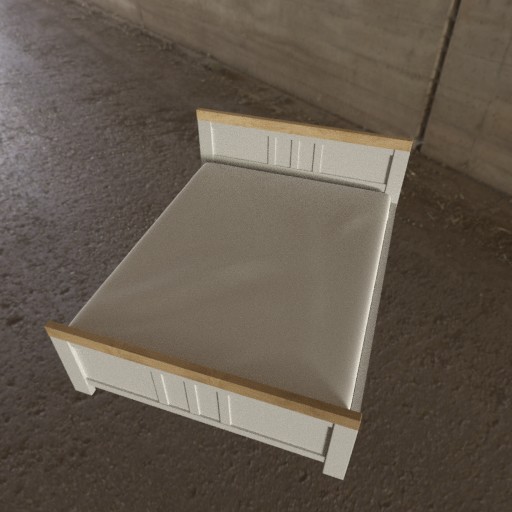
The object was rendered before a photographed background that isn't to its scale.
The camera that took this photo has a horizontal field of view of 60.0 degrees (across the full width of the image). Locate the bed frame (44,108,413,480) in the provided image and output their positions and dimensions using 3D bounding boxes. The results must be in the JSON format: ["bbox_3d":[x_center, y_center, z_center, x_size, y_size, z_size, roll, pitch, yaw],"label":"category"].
[{"bbox_3d":[0.000,0.000,2.949,1.670,0.980,2.050,13,43,14],"label":"bed frame"}]
